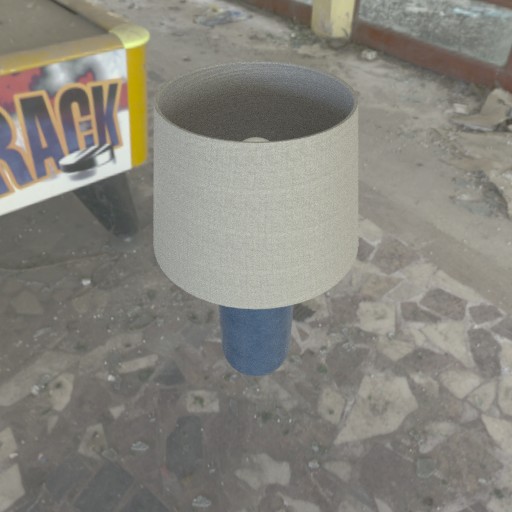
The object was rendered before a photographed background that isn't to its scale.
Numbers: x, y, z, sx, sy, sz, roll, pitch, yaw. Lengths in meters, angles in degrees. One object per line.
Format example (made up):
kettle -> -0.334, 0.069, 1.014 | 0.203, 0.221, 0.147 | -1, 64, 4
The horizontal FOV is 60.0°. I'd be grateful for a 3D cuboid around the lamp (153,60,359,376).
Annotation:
lamp -> 0.000, 0.000, 0.581 | 0.253, 0.428, 0.253 | 0, 42, 0
